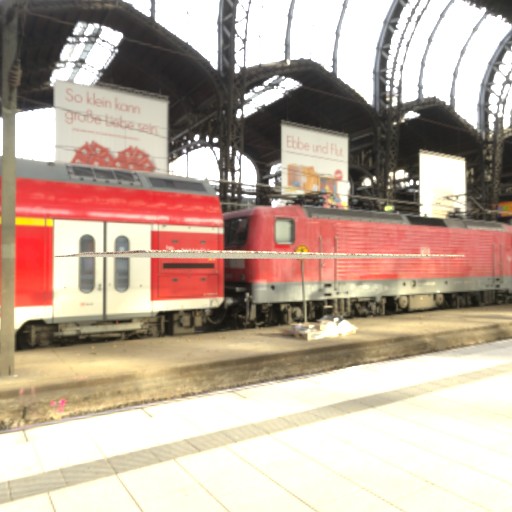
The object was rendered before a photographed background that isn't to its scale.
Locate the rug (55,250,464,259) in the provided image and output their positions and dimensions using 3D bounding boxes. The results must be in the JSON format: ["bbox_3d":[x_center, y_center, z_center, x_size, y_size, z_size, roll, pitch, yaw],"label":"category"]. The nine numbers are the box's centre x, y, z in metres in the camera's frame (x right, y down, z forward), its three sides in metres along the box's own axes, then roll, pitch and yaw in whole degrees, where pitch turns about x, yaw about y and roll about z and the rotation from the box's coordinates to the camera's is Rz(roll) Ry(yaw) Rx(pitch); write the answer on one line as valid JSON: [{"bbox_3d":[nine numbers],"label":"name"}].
[{"bbox_3d":[0.000,0.000,4.319,3.226,0.024,2.436,1,-1,-35],"label":"rug"}]
